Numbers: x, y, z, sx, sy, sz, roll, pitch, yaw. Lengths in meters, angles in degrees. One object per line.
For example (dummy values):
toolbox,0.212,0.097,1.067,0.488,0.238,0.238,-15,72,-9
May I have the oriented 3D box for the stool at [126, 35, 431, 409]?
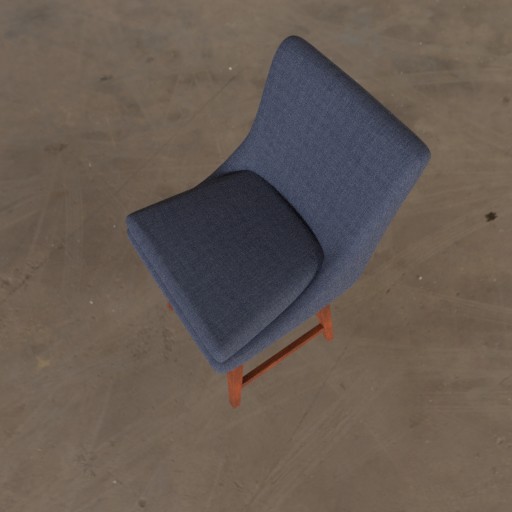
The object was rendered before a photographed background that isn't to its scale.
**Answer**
stool,0.000,0.000,1.194,0.524,0.895,0.467,-31,66,-16
